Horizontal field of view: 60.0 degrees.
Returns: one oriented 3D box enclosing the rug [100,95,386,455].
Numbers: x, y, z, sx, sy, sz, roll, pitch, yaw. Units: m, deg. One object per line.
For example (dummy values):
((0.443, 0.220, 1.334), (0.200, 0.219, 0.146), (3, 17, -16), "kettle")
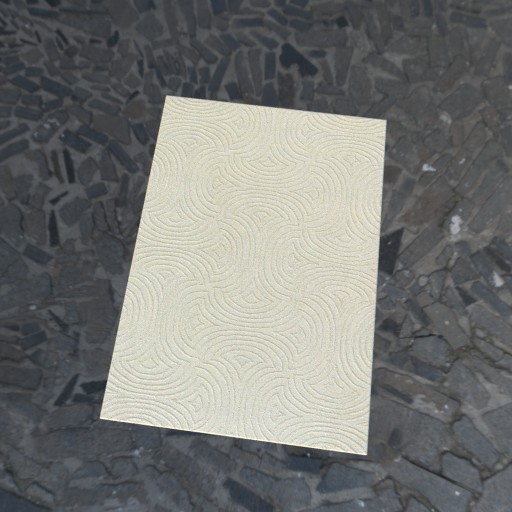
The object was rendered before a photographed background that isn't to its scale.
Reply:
((0.000, 0.000, 2.780), (1.526, 0.015, 2.132), (7, 75, 2), "rug")
